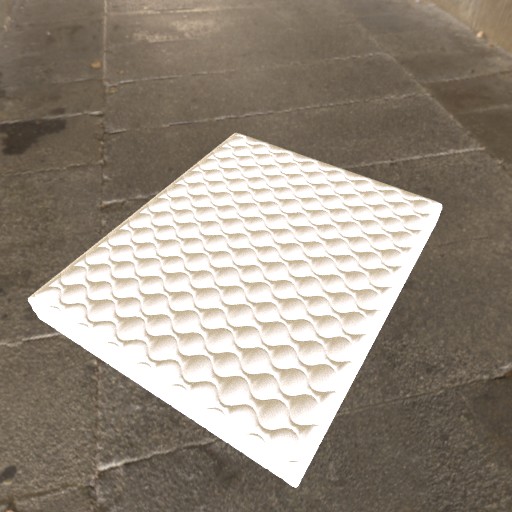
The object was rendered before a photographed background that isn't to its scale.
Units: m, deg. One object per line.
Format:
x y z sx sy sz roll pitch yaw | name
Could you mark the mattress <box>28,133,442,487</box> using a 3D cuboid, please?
0.000 0.000 2.589 1.600 0.200 1.900 25 51 22 | mattress
